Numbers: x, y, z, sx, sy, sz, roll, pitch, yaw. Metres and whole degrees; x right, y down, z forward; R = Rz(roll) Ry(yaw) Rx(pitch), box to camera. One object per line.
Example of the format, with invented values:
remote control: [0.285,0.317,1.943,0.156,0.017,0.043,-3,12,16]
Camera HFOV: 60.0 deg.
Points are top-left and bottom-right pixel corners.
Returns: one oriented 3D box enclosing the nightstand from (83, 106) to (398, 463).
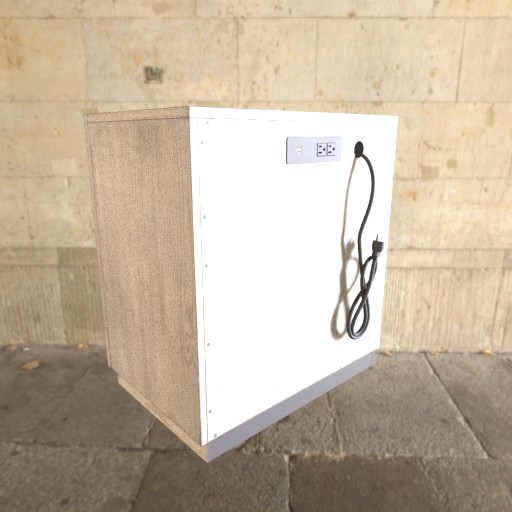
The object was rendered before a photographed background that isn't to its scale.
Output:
nightstand: [0.000,0.000,1.107,0.612,0.673,0.483,-14,20,-40]
